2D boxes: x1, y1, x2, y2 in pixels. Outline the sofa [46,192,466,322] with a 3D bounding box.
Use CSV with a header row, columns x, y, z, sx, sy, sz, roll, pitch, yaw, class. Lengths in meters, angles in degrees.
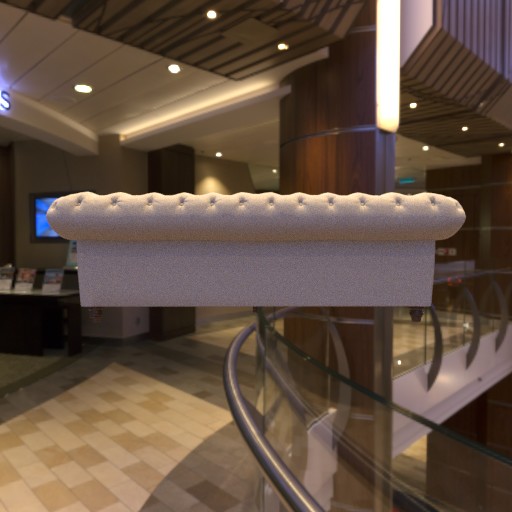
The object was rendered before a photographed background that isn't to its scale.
x,y,z,sx,sy,sz,roll,pitch,yaw,class
0.000,0.000,3.220,2.694,0.847,1.076,0,2,0,sofa
